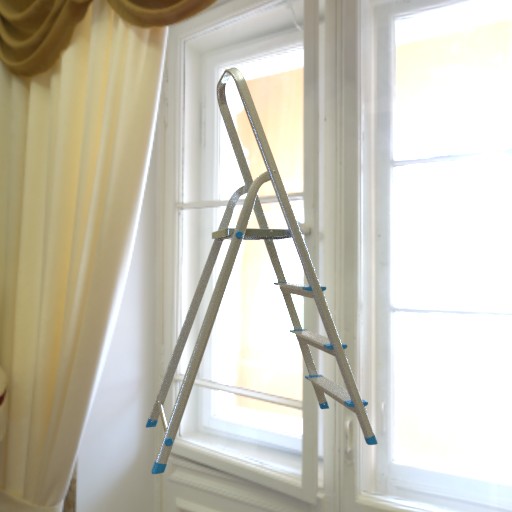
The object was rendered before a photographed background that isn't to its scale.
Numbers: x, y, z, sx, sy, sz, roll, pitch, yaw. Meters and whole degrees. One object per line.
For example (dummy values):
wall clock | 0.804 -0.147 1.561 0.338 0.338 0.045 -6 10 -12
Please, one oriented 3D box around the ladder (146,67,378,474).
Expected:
ladder | 0.000 0.000 1.786 0.842 1.434 0.445 0 0 -17
